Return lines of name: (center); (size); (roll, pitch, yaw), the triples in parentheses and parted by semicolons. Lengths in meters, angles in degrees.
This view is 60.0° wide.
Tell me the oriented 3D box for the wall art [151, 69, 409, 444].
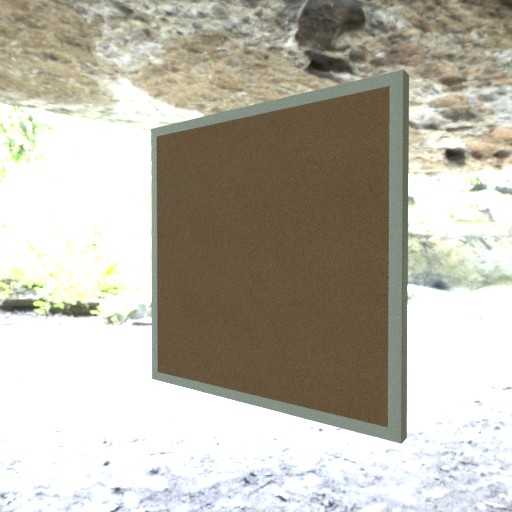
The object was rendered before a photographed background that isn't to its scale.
wall art: (0.000, 0.000, 1.136); (0.760, 0.760, 0.036); (1, 1, 36)
